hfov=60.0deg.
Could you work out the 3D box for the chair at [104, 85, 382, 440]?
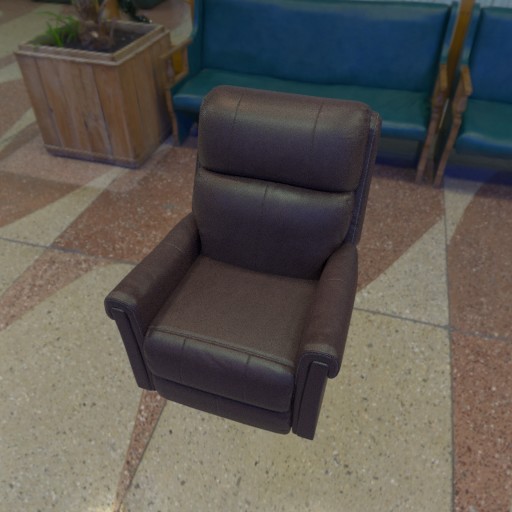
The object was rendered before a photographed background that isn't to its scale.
[{"bbox_3d":[0.000,0.000,1.800,0.838,1.054,1.014,12,43,13],"label":"chair"}]
